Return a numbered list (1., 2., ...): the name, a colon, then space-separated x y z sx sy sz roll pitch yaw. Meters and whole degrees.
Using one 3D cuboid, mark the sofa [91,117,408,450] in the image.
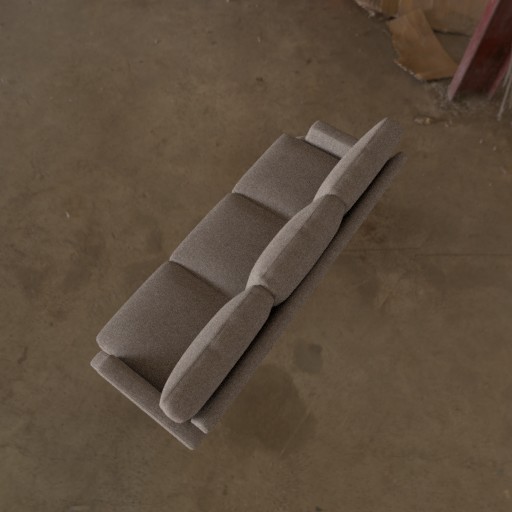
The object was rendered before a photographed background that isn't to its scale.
1. sofa: 0.000 0.000 2.677 0.888 0.984 2.115 33 67 16
